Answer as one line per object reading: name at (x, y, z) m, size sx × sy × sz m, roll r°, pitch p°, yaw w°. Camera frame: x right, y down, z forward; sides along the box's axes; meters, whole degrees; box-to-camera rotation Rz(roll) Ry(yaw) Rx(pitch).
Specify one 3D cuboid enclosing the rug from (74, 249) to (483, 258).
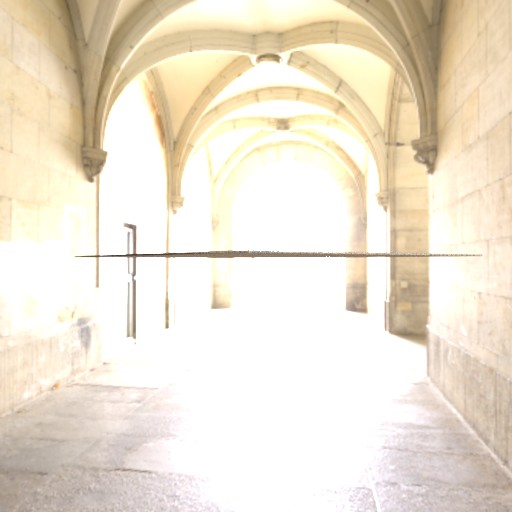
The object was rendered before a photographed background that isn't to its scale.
rug at (0.000, 0.000, 4.173) m, size 2.457 × 0.015 × 3.049 m, roll 1°, pitch -1°, yaw -38°
